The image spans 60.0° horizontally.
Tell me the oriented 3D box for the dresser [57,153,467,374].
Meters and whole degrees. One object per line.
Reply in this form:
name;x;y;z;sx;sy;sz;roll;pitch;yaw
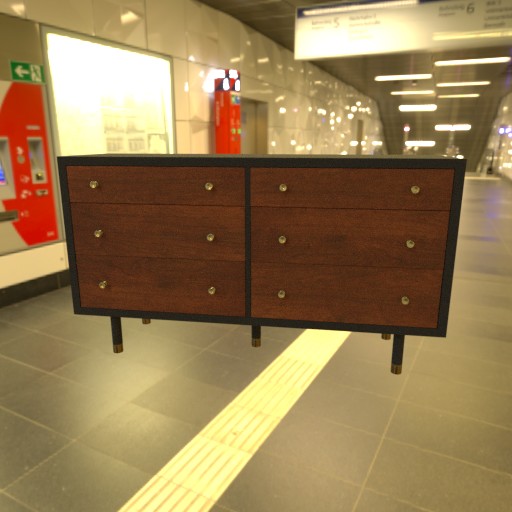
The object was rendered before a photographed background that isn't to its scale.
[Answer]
dresser;0.000;0.000;1.975;1.558;0.872;0.463;2;15;9
